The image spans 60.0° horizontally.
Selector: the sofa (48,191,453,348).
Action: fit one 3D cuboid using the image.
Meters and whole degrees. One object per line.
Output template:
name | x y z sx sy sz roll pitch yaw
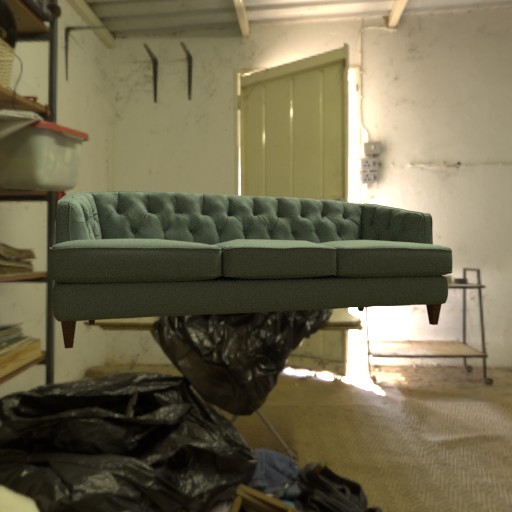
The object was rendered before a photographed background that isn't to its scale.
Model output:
sofa | 0.000 0.000 2.763 2.278 0.855 0.941 0 0 -19
